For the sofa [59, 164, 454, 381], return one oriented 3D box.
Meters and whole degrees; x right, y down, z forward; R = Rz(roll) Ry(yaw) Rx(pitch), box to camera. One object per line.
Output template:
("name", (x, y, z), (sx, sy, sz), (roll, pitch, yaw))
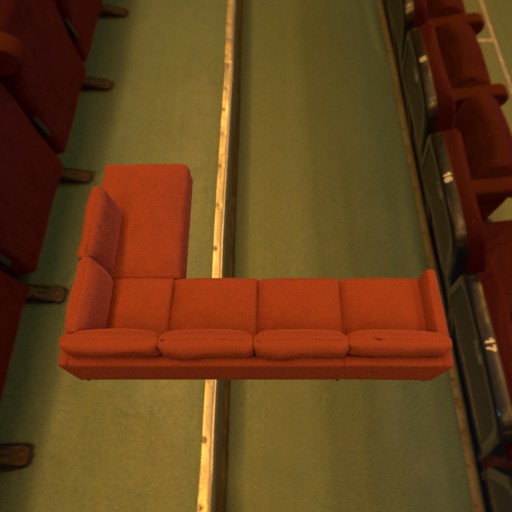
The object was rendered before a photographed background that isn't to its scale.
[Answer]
("sofa", (0.000, 0.000, 3.577), (2.736, 0.757, 1.879), (0, 62, 0))
